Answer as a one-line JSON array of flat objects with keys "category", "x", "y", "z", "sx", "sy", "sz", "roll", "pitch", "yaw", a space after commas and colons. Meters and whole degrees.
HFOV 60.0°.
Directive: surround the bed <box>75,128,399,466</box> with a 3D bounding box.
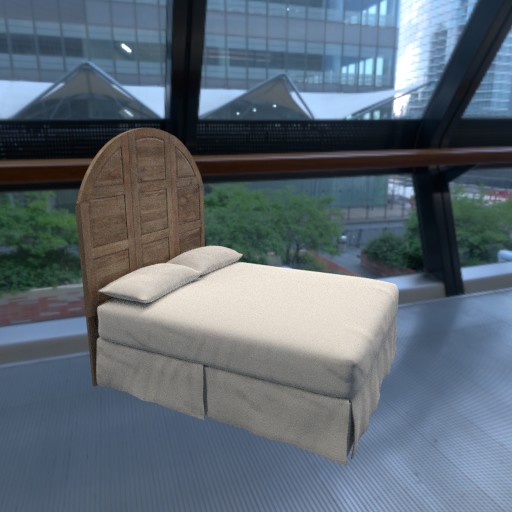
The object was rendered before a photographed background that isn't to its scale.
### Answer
[{"category": "bed", "x": 0.000, "y": 0.000, "z": 3.545, "sx": 2.112, "sy": 2.002, "sz": 1.713, "roll": 7, "pitch": 16, "yaw": 25}]
